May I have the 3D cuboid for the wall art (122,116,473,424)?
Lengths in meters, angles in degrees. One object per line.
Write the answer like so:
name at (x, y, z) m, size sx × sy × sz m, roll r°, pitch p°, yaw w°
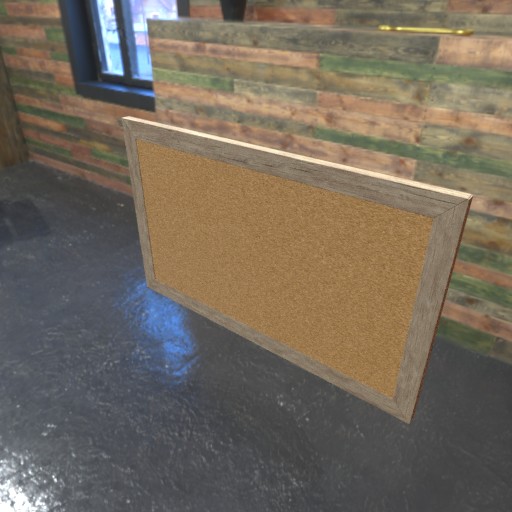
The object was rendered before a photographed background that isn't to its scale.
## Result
wall art at (0.000, 0.000, 0.962) m, size 0.780 × 0.480 × 0.021 m, roll 21°, pitch 37°, yaw 32°
